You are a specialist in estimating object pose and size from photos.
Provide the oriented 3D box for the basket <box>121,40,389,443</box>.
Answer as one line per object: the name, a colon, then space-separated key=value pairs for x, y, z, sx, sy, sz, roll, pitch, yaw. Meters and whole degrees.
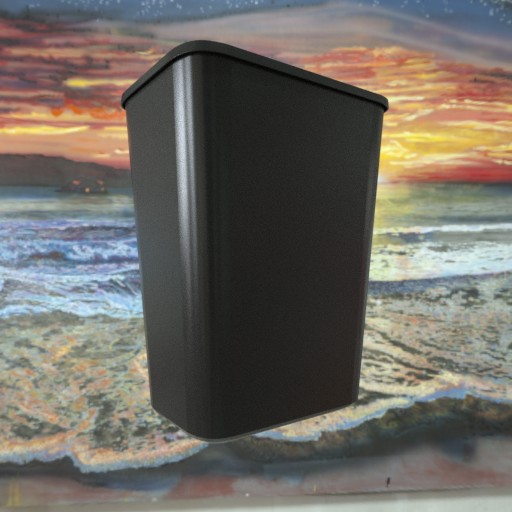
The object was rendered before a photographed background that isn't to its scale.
basket: x=0.000 y=0.000 z=0.745 sx=0.394 sy=0.521 sz=0.287 roll=0 pitch=0 yaw=-36
